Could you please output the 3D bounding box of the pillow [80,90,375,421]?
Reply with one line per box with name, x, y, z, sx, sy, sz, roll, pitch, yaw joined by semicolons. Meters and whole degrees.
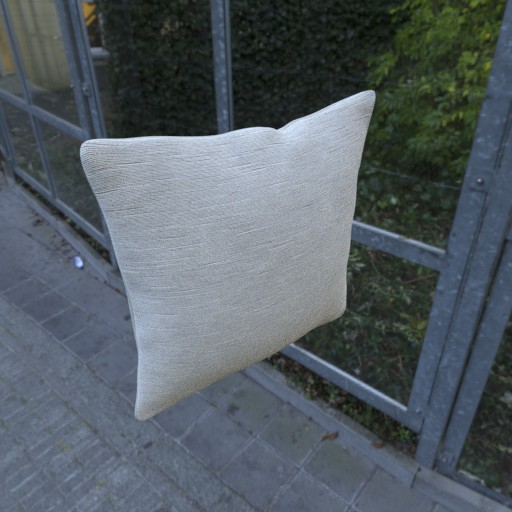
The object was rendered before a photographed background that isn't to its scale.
pillow;0.000;0.000;0.653;0.437;0.420;0.162;-21;37;-31
